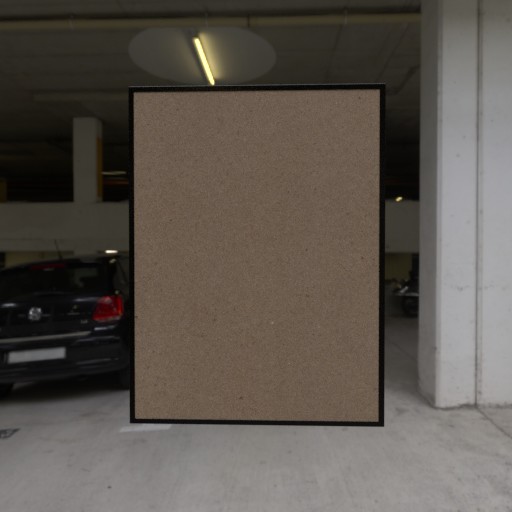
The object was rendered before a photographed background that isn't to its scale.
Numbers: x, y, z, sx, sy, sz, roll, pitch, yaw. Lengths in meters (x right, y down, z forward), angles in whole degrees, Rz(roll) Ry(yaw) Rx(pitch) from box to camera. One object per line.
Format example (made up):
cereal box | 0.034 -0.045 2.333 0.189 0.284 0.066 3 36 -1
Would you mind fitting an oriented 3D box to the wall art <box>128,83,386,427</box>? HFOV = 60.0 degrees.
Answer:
wall art | 0.000 0.000 1.384 0.788 1.046 0.043 0 1 2
